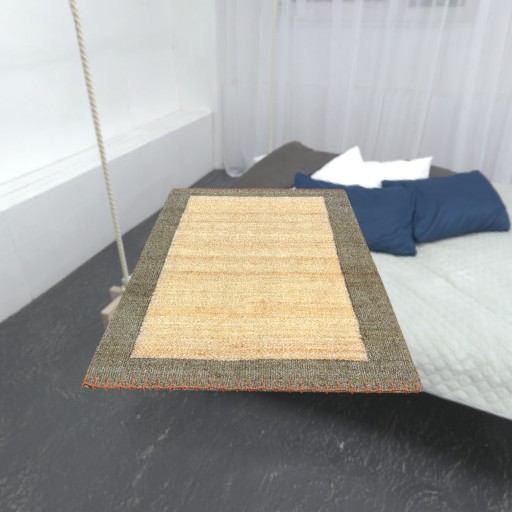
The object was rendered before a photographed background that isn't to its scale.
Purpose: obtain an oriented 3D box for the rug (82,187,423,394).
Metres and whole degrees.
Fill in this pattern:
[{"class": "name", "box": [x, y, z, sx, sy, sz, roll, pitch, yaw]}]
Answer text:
[{"class": "rug", "box": [0.000, 0.000, 2.329, 1.220, 0.019, 1.838, 1, 31, 1]}]
